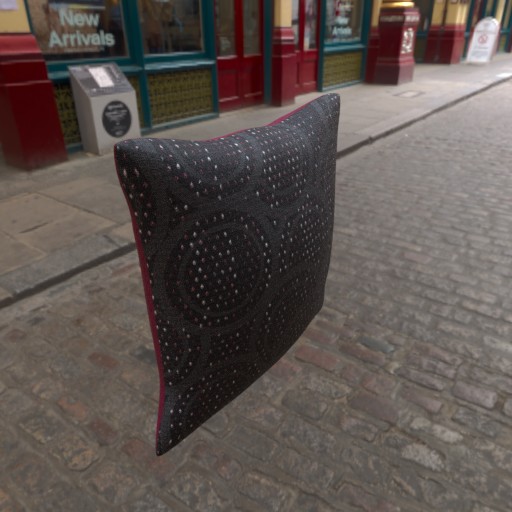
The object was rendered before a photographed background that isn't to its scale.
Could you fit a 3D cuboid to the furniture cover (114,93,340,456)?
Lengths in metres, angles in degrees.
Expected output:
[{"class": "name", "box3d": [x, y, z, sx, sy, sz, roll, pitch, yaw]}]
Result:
[{"class": "furniture cover", "box3d": [0.000, 0.000, 0.804, 0.193, 0.509, 0.552, 18, 32, 31]}]
